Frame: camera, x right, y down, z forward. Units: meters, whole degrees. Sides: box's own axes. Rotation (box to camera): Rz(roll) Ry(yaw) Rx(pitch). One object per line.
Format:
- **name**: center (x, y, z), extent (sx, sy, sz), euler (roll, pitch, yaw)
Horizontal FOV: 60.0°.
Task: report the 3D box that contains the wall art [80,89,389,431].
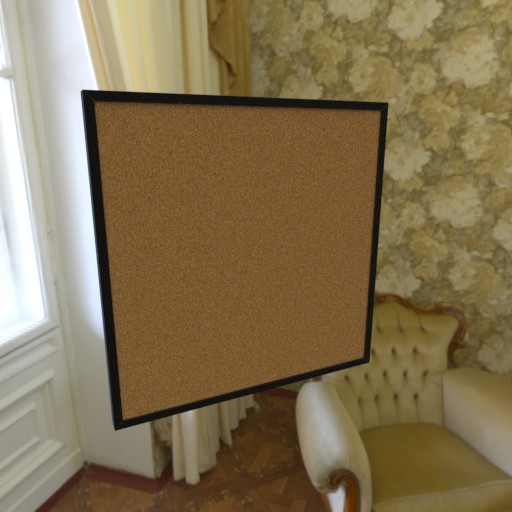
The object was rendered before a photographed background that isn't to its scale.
- **wall art**: center (0.000, 0.000, 1.127), extent (0.761, 0.761, 0.037), euler (-7, 17, -25)
